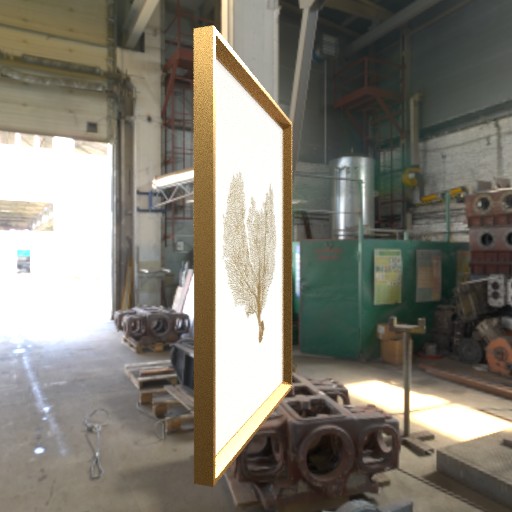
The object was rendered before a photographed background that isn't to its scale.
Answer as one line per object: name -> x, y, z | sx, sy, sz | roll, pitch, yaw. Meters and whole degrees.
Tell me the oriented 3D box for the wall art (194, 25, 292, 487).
wall art -> 0.000, 0.000, 1.075 | 0.038, 0.812, 0.610 | 0, 0, 18
